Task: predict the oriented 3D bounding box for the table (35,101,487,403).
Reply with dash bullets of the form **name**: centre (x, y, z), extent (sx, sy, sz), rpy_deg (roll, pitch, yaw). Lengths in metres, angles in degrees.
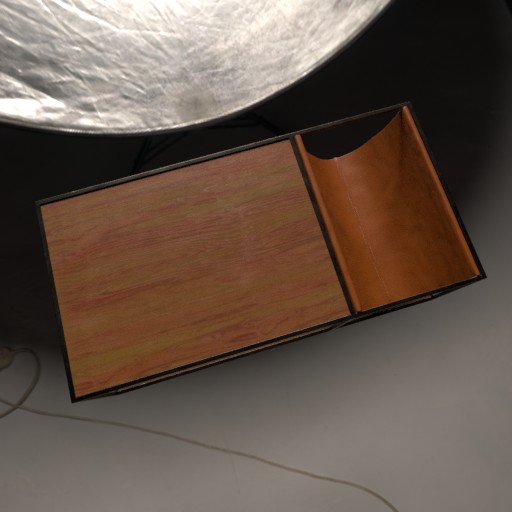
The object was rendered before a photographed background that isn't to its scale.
- **table**: centre (0.000, 0.000, 1.483), extent (1.199, 0.403, 0.597), rpy_deg (-16, 76, -4)
